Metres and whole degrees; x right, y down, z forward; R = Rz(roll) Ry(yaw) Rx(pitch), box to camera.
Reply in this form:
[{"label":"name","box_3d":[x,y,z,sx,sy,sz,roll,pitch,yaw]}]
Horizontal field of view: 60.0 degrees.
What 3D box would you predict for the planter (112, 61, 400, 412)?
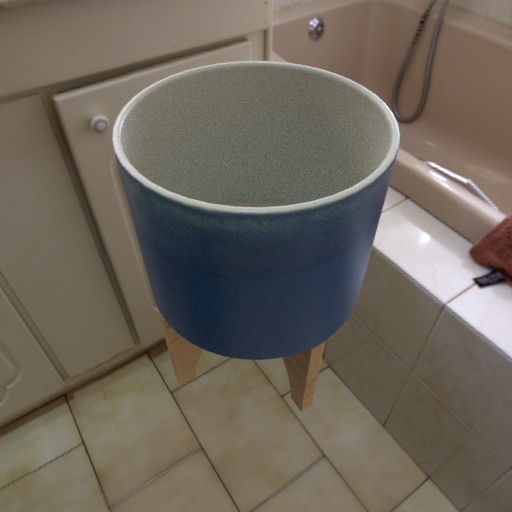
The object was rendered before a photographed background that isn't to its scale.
[{"label":"planter","box_3d":[0.000,0.000,0.543,0.261,0.367,0.261,0,47,0]}]
